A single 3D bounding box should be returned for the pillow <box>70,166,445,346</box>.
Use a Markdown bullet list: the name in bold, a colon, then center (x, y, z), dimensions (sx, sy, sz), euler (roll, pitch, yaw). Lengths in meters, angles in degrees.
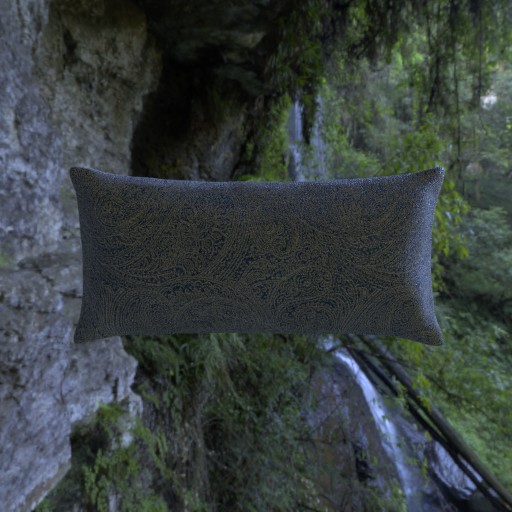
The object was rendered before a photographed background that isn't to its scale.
- **pillow**: center (0.000, 0.000, 0.733), dimensions (0.615, 0.295, 0.151), euler (0, 1, 1)
